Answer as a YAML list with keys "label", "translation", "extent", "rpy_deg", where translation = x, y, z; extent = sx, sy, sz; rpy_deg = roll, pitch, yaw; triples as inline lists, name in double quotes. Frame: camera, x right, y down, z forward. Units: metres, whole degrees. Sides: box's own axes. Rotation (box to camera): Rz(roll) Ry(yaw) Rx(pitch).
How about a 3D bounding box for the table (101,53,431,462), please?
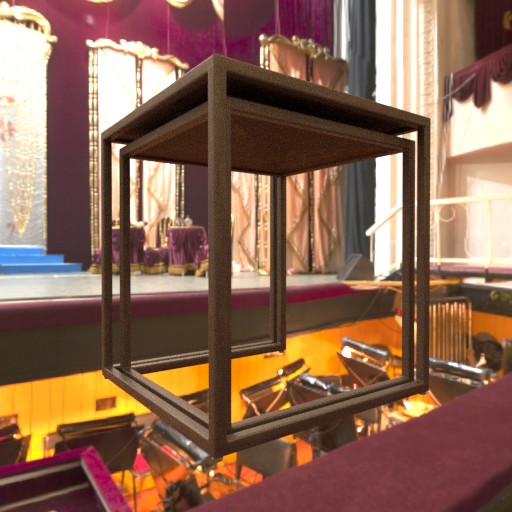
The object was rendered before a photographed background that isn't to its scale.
- label: "table"
  translation: [0.000, 0.000, 0.847]
  extent: [0.449, 0.500, 0.450]
  rpy_deg: [-1, 1, -36]
